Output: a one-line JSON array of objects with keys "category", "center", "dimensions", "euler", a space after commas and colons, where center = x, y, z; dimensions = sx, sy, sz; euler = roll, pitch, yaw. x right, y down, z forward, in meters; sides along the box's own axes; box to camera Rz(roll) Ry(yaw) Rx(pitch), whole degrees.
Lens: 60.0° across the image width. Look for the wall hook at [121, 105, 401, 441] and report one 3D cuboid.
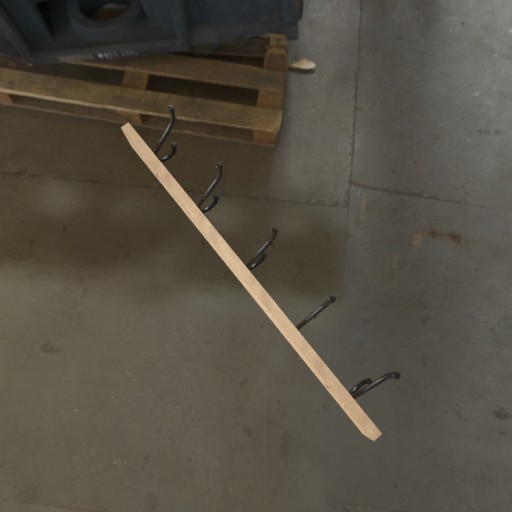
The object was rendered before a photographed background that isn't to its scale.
[{"category": "wall hook", "center": [0.000, 0.000, 0.629], "dimensions": [0.071, 0.117, 0.571], "euler": [-38, 79, -9]}]
